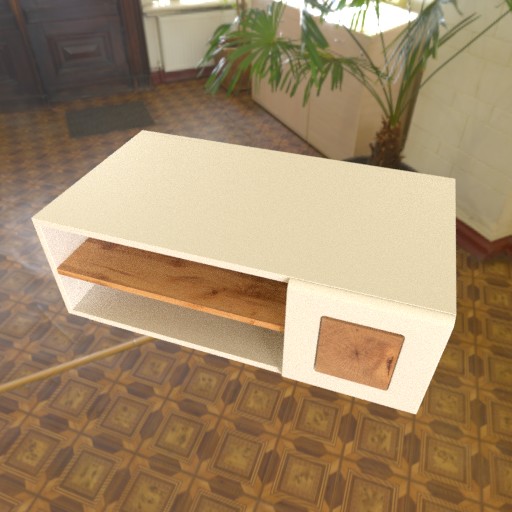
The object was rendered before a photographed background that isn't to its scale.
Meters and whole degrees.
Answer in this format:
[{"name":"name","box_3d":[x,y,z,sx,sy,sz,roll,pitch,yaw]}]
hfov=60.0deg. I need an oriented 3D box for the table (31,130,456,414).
[{"name":"table","box_3d":[0.000,0.000,1.429,1.097,0.442,0.639,12,41,14]}]
